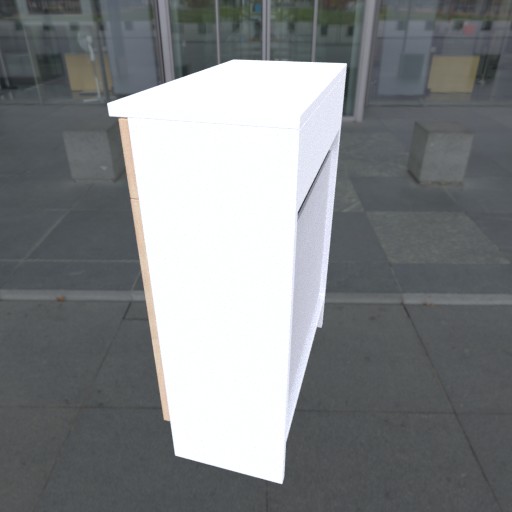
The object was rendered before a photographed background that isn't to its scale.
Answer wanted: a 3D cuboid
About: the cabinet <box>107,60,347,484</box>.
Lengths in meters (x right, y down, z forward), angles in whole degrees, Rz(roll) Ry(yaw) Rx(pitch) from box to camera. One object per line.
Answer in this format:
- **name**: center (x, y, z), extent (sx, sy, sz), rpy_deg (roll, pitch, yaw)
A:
- **cabinet**: center (0.000, 0.000, 1.085), extent (0.296, 0.815, 0.600), rpy_deg (8, 31, 14)
